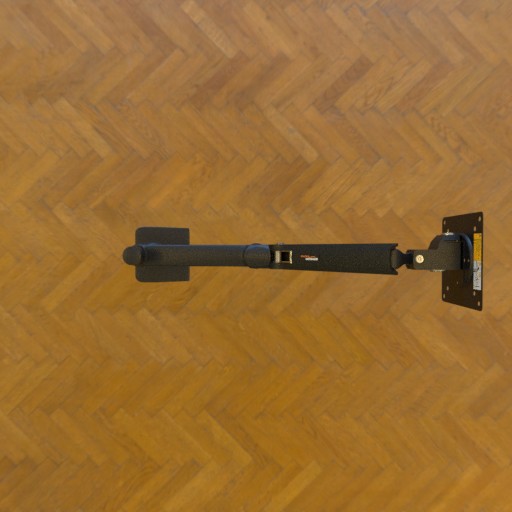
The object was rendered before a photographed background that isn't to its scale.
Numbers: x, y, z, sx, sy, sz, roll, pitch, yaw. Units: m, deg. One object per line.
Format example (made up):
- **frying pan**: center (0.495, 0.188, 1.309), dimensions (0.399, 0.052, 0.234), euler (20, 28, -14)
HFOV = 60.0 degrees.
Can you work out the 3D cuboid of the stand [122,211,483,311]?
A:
- **stand**: center (0.000, 0.000, 0.998), dimensions (0.650, 0.713, 0.152), euler (0, 91, -1)
